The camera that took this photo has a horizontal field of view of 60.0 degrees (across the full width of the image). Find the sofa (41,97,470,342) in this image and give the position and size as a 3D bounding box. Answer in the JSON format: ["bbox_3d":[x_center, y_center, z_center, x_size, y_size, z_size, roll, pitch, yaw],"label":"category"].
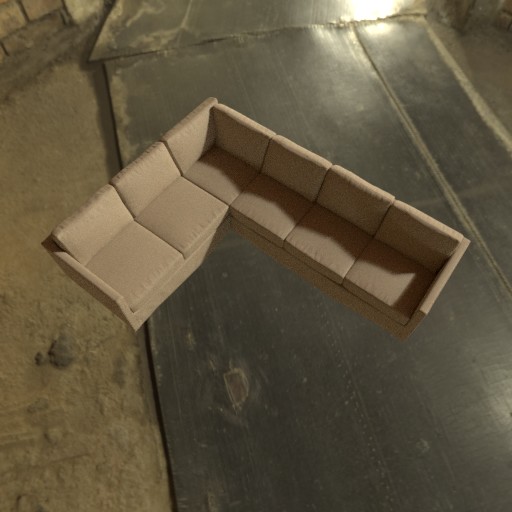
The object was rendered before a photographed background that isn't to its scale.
[{"bbox_3d":[0.000,0.000,4.305,3.182,0.871,2.432,33,66,17],"label":"sofa"}]
